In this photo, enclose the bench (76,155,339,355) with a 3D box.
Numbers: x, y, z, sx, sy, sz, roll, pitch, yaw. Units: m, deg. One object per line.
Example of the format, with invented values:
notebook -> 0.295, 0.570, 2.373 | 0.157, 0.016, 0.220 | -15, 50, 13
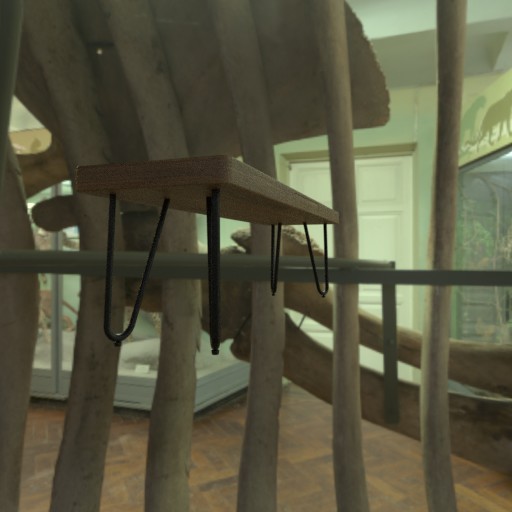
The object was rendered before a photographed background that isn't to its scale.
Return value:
bench -> 0.000, 0.000, 1.779 | 0.425, 0.462, 1.570 | 0, 1, 19
